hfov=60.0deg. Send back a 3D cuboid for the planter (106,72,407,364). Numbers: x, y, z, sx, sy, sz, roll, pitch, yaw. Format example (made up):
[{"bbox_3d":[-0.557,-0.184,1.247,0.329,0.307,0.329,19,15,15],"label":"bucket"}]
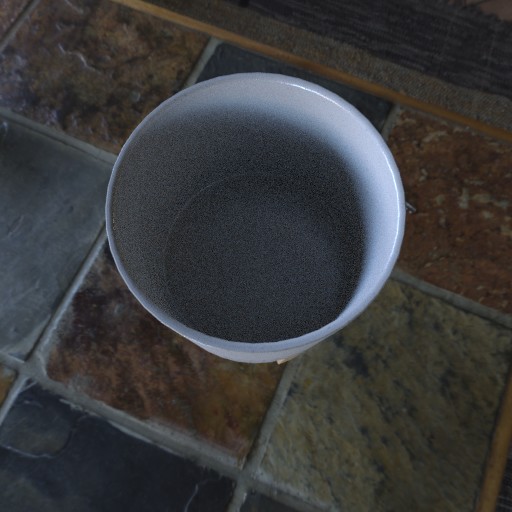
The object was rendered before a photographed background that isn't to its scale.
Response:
[{"bbox_3d":[0.000,0.000,0.531,0.249,0.343,0.249,0,74,0],"label":"planter"}]
